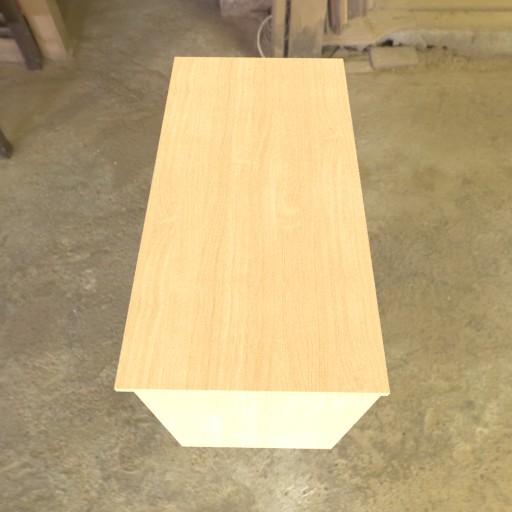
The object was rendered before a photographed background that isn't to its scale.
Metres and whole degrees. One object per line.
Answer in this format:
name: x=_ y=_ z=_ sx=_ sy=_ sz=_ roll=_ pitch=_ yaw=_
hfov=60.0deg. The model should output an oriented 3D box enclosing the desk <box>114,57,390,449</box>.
desk: x=0.000 y=0.000 z=1.499 sx=0.560 sy=0.735 sz=1.097 roll=1 pitch=58 yaw=0
